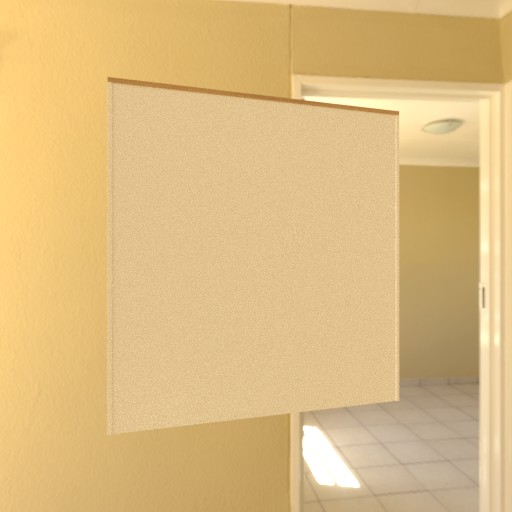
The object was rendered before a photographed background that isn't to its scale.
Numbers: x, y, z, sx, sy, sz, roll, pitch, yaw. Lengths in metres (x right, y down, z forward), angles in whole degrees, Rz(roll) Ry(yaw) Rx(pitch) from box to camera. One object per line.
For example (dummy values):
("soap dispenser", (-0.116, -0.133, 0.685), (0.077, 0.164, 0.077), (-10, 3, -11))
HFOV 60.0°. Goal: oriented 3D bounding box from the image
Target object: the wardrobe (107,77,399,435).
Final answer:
("wardrobe", (0.000, 0.000, 3.409), (2.160, 2.260, 0.590), (0, 0, -18))
